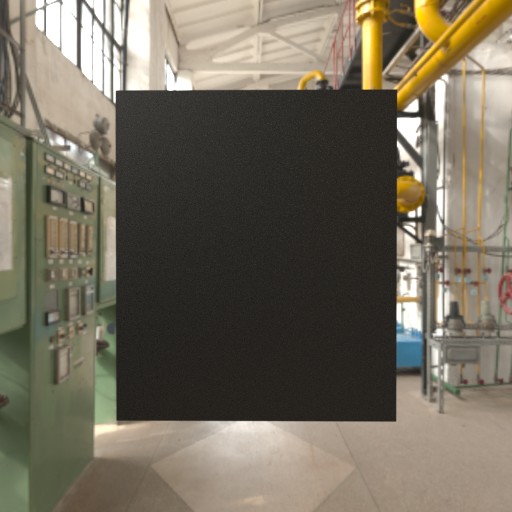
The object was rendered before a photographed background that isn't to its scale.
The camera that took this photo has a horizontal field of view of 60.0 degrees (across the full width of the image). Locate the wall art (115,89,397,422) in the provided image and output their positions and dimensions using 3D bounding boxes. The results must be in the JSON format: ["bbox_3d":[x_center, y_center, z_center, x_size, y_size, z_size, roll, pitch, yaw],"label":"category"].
[{"bbox_3d":[0.000,0.000,0.686,0.428,0.505,0.023,0,1,1],"label":"wall art"}]
